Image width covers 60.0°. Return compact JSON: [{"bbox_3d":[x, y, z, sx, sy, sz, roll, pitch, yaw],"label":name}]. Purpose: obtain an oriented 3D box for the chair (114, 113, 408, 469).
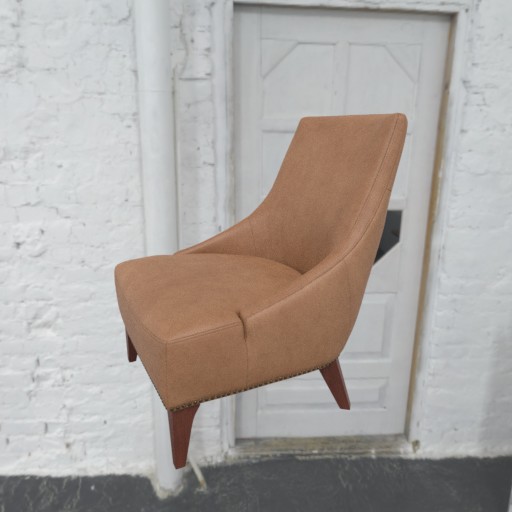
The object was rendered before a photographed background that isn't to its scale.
[{"bbox_3d":[0.000,0.000,1.482,0.861,0.909,0.701,-8,18,-25],"label":"chair"}]
